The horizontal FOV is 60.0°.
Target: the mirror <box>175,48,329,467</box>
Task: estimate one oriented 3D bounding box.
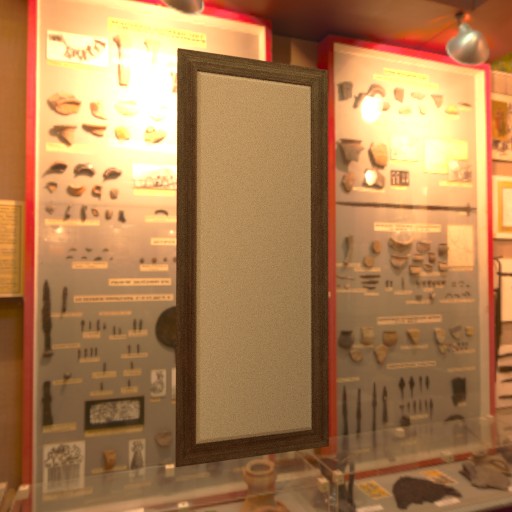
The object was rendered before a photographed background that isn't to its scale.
[{"bbox_3d":[0.000,0.000,2.283,0.812,2.032,0.025,0,-1,-18],"label":"mirror"}]
